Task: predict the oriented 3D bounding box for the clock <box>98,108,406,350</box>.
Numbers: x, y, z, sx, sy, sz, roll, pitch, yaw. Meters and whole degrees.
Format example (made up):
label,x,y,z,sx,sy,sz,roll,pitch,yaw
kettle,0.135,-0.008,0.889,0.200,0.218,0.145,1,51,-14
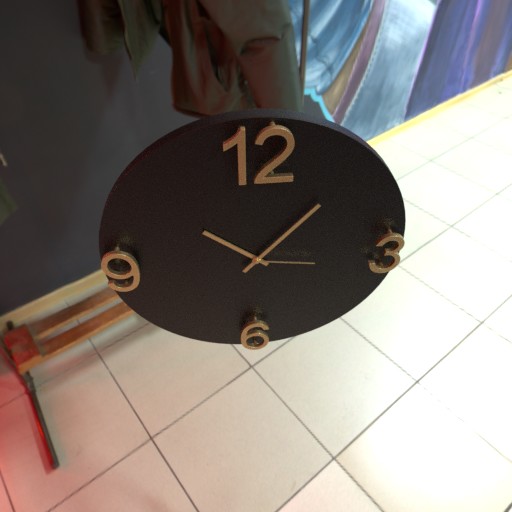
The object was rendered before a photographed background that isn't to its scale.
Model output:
label,x,y,z,sx,sy,sz,roll,pitch,yaw
clock,0.000,0.000,0.672,0.454,0.454,0.038,-4,45,-4
